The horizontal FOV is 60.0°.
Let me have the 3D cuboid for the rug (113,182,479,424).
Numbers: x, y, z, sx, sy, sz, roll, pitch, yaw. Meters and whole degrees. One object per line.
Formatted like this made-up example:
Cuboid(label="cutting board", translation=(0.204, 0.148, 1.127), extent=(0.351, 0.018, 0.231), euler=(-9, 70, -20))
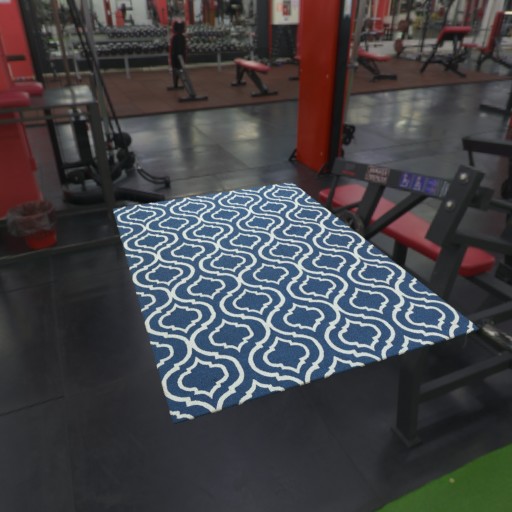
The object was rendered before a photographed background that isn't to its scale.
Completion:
Cuboid(label="rug", translation=(0.000, 0.000, 2.792), extent=(1.524, 0.010, 2.134), euler=(-11, 32, -18))
